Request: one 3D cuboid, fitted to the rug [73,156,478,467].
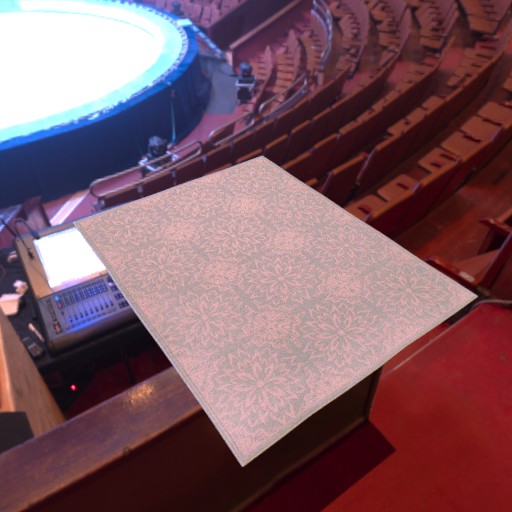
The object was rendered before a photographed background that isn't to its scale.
[{"bbox_3d":[0.000,0.000,4.038,2.363,0.012,2.980,-25,47,-26],"label":"rug"}]
